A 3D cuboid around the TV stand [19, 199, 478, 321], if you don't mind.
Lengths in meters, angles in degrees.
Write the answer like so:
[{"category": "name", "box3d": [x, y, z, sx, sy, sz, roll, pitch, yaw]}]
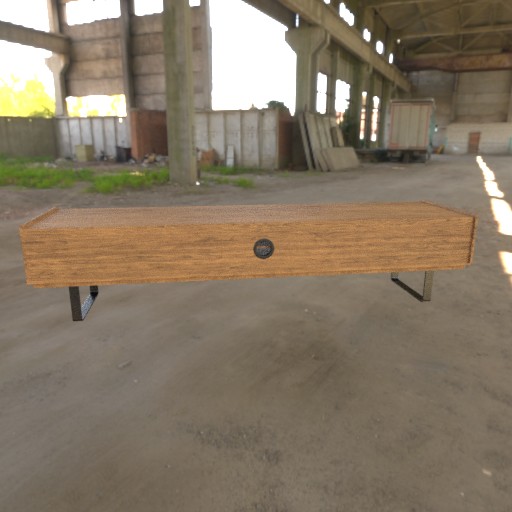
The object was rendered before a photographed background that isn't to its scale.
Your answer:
[{"category": "TV stand", "box3d": [0.000, 0.000, 1.990, 1.796, 0.415, 0.467, -2, 16, -8]}]
